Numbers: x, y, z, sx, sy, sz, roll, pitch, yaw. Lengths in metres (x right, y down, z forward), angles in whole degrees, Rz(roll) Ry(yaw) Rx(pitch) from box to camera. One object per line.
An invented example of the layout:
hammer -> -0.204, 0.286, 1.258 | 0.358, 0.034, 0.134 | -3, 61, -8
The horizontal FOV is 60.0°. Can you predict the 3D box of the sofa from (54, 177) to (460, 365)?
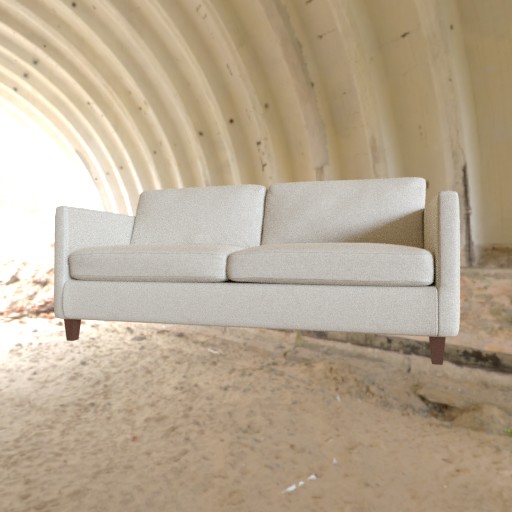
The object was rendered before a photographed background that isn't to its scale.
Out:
sofa -> 0.000, 0.000, 2.478 | 1.981, 0.889, 0.965 | 0, 0, 16
